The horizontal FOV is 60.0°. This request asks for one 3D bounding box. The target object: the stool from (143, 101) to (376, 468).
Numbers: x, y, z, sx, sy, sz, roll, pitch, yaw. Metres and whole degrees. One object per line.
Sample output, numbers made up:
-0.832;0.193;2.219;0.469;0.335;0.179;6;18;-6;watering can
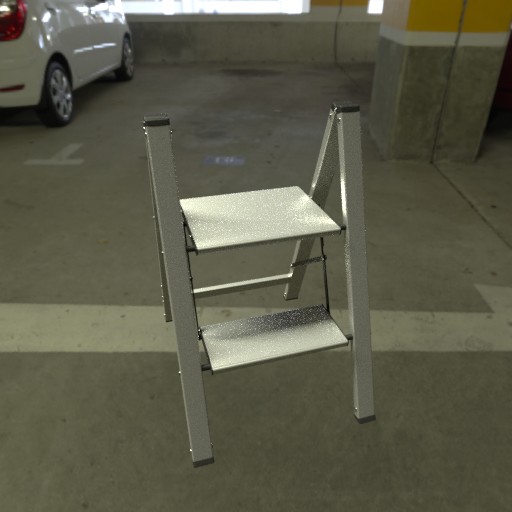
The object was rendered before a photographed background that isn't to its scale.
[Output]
0.000;0.000;1.044;0.440;0.670;0.535;-9;32;-14;stool
